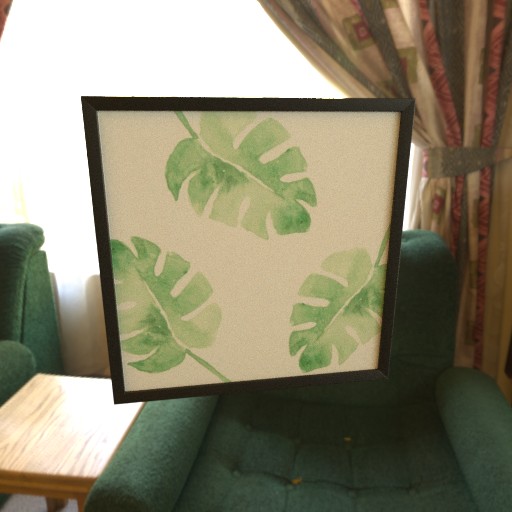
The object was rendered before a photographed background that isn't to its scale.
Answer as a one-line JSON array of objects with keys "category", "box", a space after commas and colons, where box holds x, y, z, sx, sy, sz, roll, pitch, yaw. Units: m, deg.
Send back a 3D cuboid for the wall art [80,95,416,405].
[{"category": "wall art", "box": [0.000, 0.000, 0.754, 0.508, 0.508, 0.036, -3, 17, -9]}]
